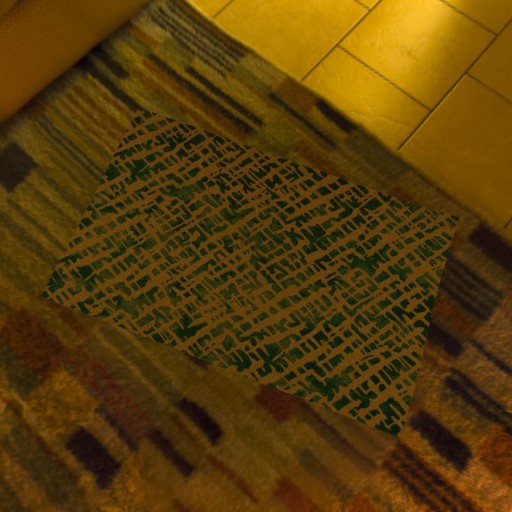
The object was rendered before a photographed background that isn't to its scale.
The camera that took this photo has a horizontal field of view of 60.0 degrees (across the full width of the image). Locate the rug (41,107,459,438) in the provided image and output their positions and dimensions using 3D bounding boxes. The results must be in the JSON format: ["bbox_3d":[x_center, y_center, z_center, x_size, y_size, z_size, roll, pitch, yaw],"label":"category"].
[{"bbox_3d":[0.000,0.000,2.983,2.447,0.011,1.520,20,75,6],"label":"rug"}]
